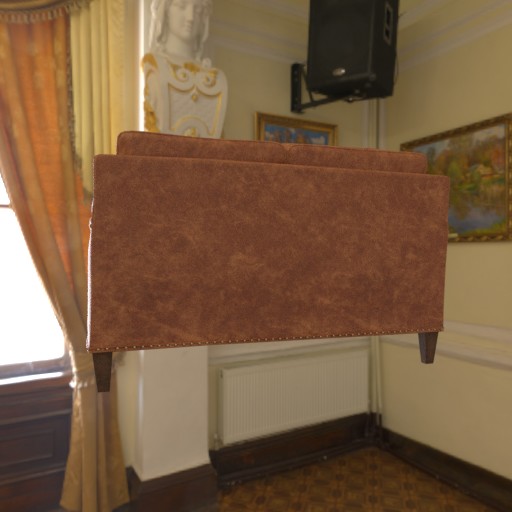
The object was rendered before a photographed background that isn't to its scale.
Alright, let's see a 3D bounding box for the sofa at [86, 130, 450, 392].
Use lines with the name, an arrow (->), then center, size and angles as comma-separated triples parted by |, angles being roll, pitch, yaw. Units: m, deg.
sofa -> 0.000, 0.000, 2.260 | 1.597, 1.003, 1.084 | 0, 0, -17
